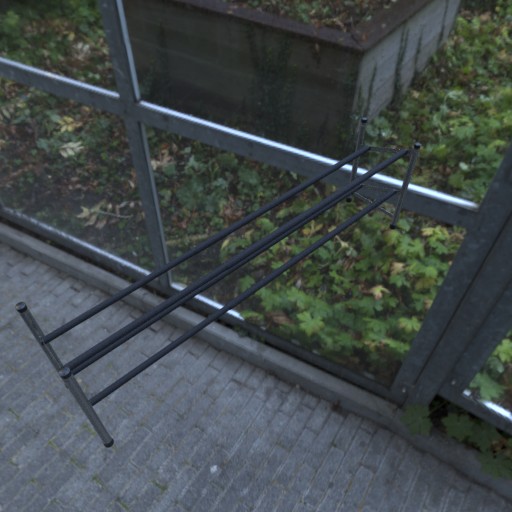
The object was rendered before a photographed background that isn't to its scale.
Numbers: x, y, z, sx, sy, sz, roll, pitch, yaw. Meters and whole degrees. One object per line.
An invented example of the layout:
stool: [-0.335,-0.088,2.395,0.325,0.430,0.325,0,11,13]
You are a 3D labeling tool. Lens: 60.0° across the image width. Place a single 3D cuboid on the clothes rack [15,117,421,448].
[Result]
clothes rack: [0.000,0.000,1.265,1.168,0.349,0.229,-33,55,-27]
